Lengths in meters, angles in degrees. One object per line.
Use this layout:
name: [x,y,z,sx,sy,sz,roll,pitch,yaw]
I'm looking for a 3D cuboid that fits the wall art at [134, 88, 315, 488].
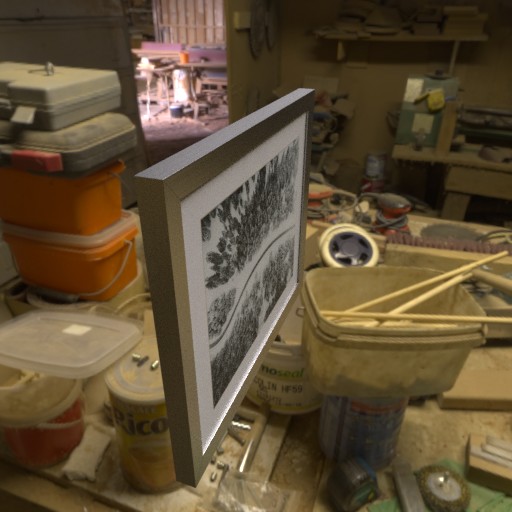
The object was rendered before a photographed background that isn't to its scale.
wall art: [0.000,0.000,0.748,0.032,0.456,0.557,11,31,18]
